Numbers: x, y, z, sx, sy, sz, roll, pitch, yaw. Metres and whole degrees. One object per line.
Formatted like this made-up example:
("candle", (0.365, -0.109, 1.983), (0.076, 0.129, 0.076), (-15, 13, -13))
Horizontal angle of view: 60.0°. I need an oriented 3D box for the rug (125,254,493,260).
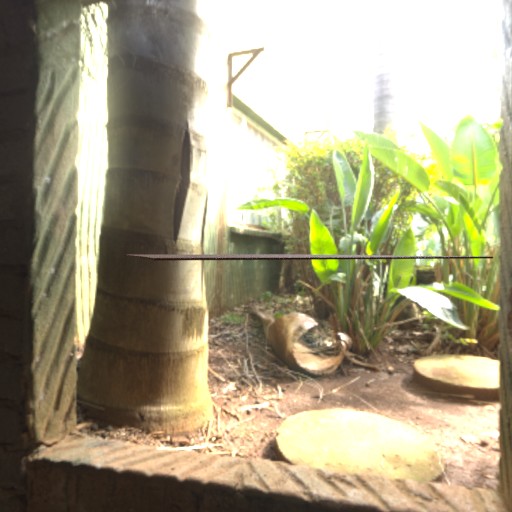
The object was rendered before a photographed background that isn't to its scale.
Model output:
("rug", (0.000, 0.000, 2.281), (1.217, 0.007, 1.828), (0, 1, -19))
